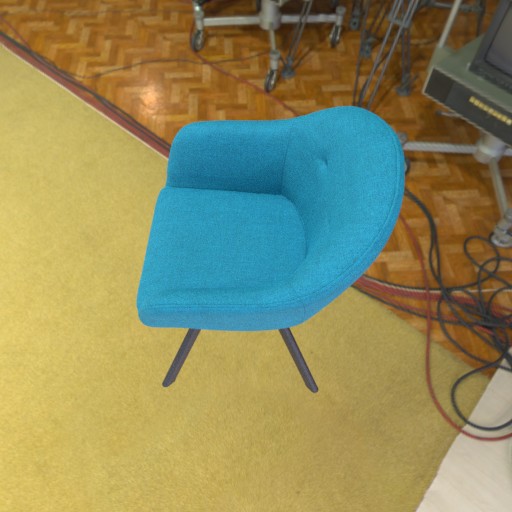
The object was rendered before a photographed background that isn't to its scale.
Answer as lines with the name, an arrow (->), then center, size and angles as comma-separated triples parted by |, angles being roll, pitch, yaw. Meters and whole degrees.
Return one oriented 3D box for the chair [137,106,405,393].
chair -> 0.000, 0.000, 1.167 | 0.565, 0.775, 0.545 | 2, 58, 1
